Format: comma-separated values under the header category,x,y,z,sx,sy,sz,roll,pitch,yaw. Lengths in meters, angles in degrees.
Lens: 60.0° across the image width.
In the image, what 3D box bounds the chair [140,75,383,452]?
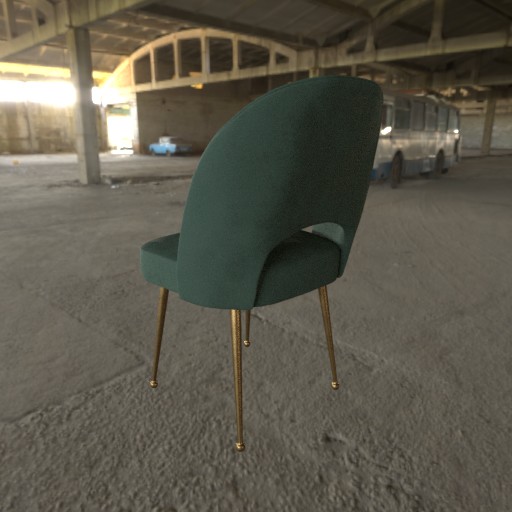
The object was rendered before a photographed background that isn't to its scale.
category,x,y,z,sx,sy,sz,roll,pitch,yaw
chair,0.000,0.000,1.201,0.527,0.860,0.577,-14,21,-42
